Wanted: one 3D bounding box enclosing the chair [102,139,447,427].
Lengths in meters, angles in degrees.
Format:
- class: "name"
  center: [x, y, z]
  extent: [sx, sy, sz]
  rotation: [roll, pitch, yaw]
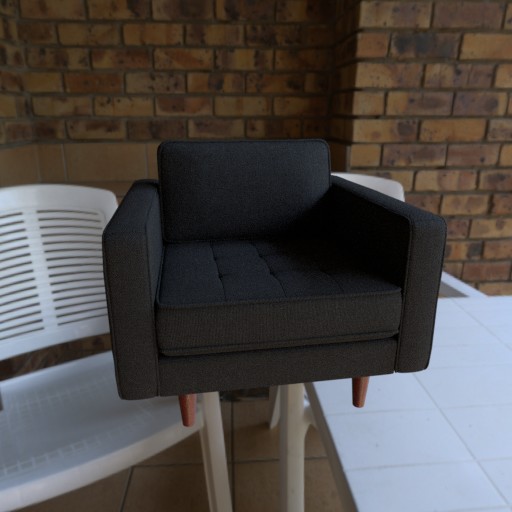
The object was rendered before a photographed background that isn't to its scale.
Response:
- class: "chair"
  center: [0.000, 0.000, 1.557]
  extent: [0.899, 0.770, 0.919]
  rotation: [-3, 18, -9]
